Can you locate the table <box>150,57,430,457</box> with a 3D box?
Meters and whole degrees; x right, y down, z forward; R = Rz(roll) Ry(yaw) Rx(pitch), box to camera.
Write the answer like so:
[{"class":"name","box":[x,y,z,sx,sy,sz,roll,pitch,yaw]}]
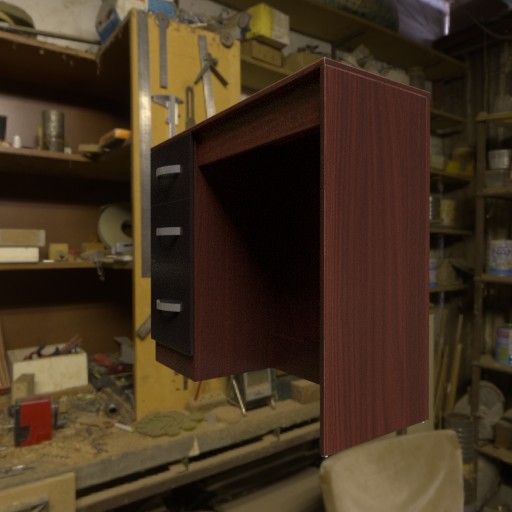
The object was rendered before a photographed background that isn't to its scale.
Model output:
[{"class":"table","box":[0.000,0.000,1.344,0.380,0.790,0.930,0,1,-34]}]
